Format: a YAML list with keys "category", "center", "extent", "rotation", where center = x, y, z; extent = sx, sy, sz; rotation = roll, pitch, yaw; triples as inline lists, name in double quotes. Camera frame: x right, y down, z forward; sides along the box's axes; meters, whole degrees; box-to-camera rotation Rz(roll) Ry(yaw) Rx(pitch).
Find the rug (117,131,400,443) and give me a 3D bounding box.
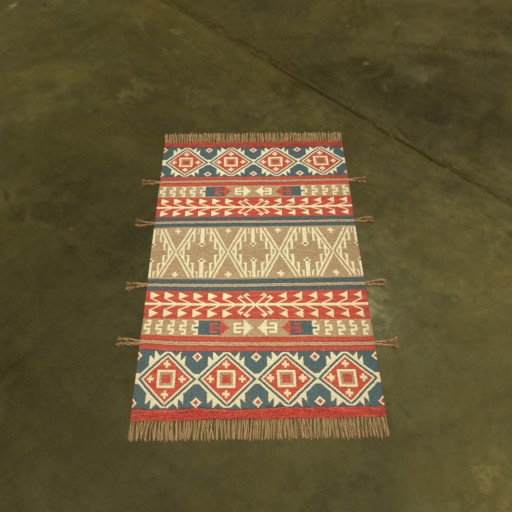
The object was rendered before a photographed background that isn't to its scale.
- category: "rug"
  center: [0.000, 0.000, 3.125]
  extent: [1.778, 0.048, 2.450]
  rotation: [-1, 59, 0]
